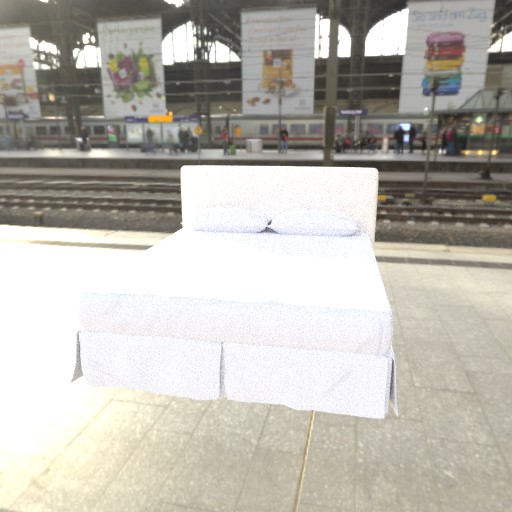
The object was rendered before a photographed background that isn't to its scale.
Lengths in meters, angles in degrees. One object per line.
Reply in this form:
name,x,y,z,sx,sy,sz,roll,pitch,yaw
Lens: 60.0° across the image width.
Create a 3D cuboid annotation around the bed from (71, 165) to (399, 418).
bed,0.000,0.000,3.683,2.119,1.317,2.341,3,16,10
